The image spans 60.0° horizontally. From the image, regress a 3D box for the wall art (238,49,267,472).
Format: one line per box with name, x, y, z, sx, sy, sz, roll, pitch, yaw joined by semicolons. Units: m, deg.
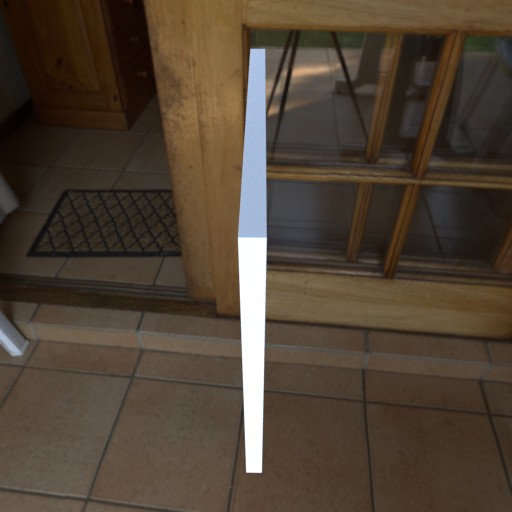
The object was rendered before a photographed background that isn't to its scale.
wall art;0.000;0.000;1.127;0.038;0.761;0.763;0;42;1
